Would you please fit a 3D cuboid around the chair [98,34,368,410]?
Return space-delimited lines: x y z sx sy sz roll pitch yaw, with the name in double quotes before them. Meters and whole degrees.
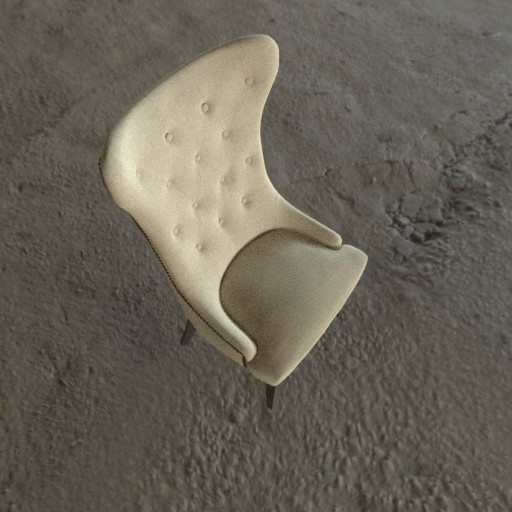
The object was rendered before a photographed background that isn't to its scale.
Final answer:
"chair" 0.000 0.000 1.383 0.590 1.065 0.584 33 64 18
